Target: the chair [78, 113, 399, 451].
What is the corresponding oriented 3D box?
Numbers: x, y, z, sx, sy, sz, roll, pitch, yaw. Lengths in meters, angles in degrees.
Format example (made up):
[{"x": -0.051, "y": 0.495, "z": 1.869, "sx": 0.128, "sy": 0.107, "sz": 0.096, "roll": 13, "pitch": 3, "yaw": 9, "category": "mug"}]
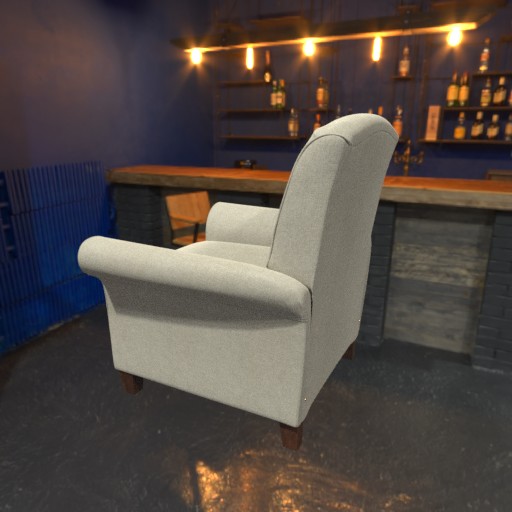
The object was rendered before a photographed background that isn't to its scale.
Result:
[{"x": 0.000, "y": 0.000, "z": 1.752, "sx": 0.905, "sy": 1.061, "sz": 0.978, "roll": 8, "pitch": 18, "yaw": 26, "category": "chair"}]
